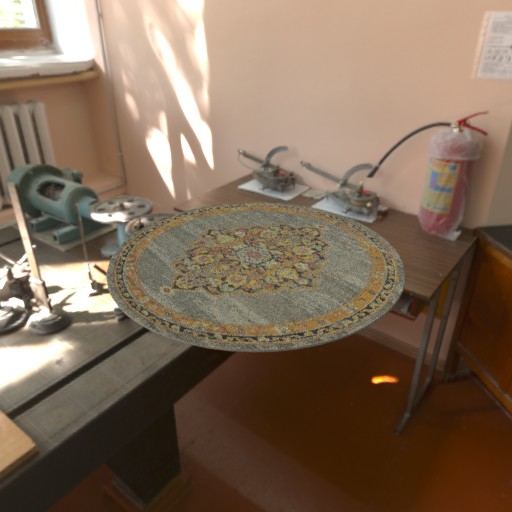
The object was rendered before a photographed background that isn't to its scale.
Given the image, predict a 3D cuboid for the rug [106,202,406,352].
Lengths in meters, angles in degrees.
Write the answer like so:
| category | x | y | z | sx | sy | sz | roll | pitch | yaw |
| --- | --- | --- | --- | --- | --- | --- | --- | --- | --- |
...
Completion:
| category | x | y | z | sx | sy | sz | roll | pitch | yaw |
| --- | --- | --- | --- | --- | --- | --- | --- | --- | --- |
| rug | 0.000 | 0.000 | 2.468 | 1.598 | 0.010 | 1.598 | 0 | 29 | 0 |
